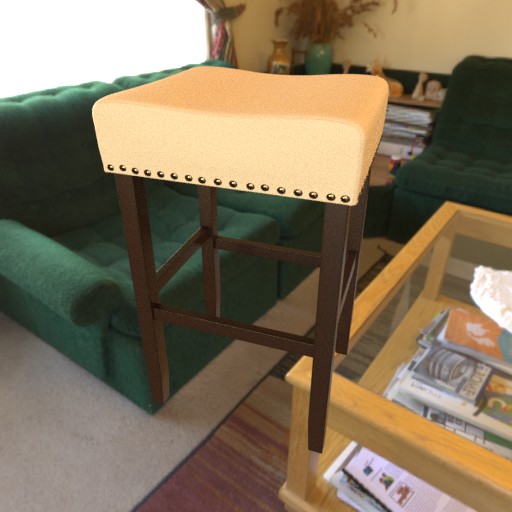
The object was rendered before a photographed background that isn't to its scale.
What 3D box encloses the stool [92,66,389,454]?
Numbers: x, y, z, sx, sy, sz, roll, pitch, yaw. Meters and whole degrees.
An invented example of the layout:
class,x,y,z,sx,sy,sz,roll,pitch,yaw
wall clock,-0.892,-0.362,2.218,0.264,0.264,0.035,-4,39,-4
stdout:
class,x,y,z,sx,sy,sz,roll,pitch,yaw
stool,0.000,0.000,1.037,0.471,0.762,0.401,10,33,16
